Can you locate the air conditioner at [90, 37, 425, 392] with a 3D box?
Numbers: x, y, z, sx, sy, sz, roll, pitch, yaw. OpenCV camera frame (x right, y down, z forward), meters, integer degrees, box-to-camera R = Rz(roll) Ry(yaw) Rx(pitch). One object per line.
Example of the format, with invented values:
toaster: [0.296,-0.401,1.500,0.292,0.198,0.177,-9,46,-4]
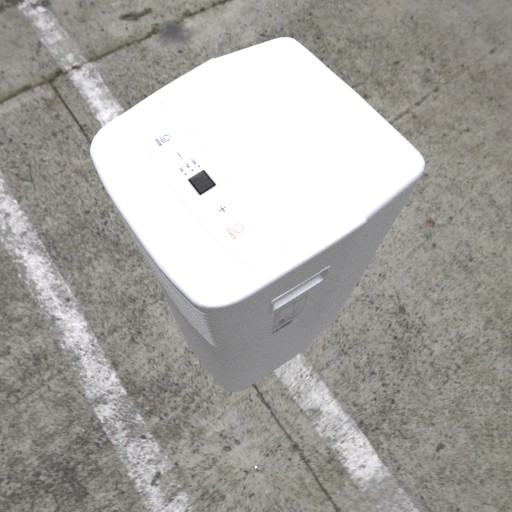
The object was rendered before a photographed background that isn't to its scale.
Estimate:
air conditioner: [0.000,0.000,0.791,0.349,0.606,0.304,-33,69,-15]
